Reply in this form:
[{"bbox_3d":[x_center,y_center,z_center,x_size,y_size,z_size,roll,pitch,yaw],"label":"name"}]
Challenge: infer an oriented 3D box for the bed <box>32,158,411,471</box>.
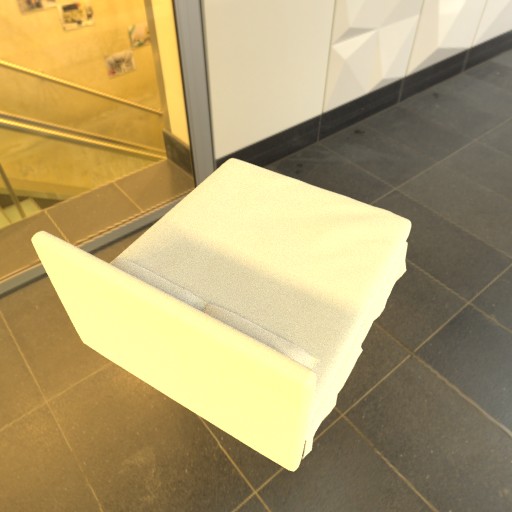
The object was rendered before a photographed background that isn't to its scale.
[{"bbox_3d":[0.000,0.000,3.651,2.119,1.317,2.341,24,51,21],"label":"bed"}]
